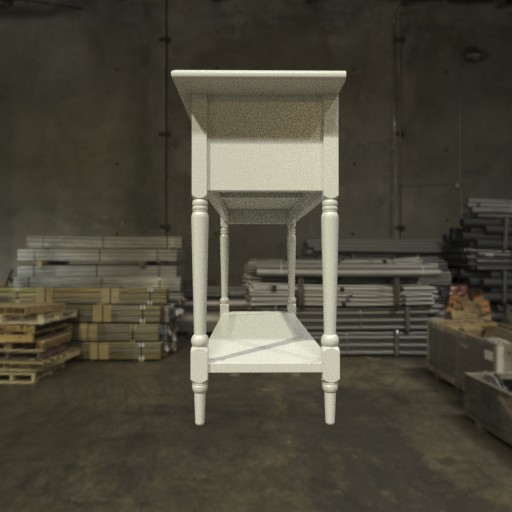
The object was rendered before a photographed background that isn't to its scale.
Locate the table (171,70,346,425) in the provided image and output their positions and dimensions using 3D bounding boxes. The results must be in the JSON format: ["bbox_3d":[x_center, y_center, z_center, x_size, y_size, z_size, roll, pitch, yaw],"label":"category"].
[{"bbox_3d":[0.000,0.000,1.560,0.384,0.808,1.197,0,0,-1],"label":"table"}]
